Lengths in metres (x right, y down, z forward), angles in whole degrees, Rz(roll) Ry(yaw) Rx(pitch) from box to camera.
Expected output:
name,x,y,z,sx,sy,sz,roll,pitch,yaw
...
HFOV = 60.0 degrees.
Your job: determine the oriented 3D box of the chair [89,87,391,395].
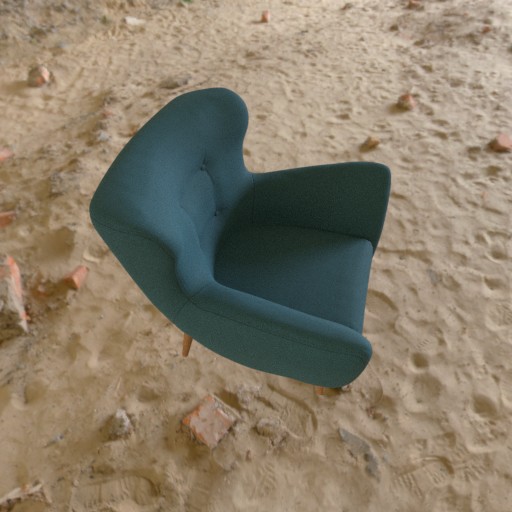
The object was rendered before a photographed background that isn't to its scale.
name,x,y,z,sx,sy,sz,roll,pitch,yaw
chair,0.000,0.000,1.641,0.889,0.889,0.890,11,49,10
